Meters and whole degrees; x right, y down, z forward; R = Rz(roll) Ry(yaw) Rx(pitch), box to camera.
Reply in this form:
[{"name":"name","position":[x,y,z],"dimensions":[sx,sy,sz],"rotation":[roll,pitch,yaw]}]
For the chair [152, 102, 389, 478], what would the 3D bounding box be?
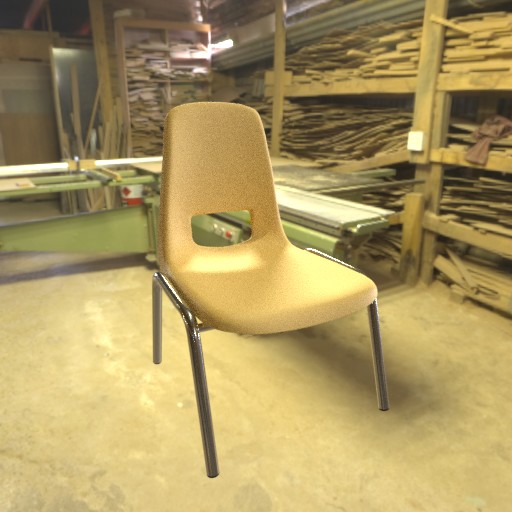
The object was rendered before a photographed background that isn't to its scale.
[{"name":"chair","position":[0.000,0.000,0.808],"dimensions":[0.354,0.536,0.385],"rotation":[-9,20,-26]}]
